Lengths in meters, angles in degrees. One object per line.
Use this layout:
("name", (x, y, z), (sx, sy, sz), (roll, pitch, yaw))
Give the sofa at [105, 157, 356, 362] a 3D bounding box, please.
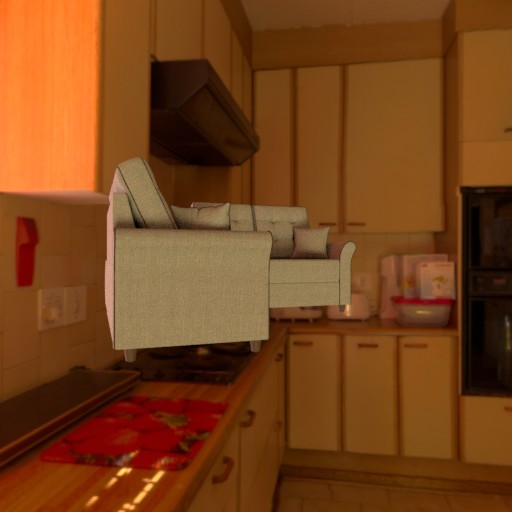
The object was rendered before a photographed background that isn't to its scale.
("sofa", (0.000, 0.000, 3.264), (2.070, 0.988, 2.068), (0, 0, -20))
